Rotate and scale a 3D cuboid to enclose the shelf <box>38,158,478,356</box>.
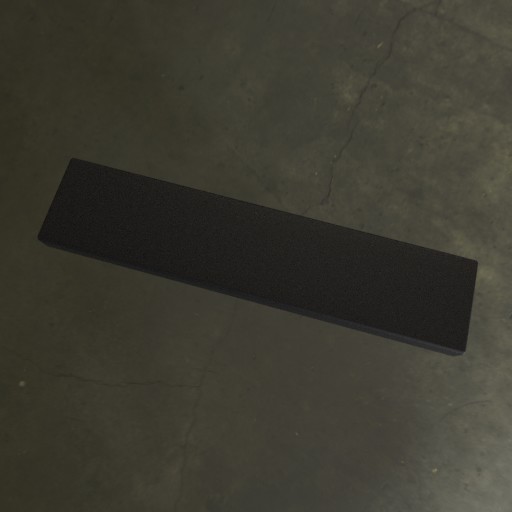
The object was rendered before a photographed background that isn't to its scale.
[{"bbox_3d":[0.000,0.000,0.491,0.456,0.053,0.102,15,75,4],"label":"shelf"}]
